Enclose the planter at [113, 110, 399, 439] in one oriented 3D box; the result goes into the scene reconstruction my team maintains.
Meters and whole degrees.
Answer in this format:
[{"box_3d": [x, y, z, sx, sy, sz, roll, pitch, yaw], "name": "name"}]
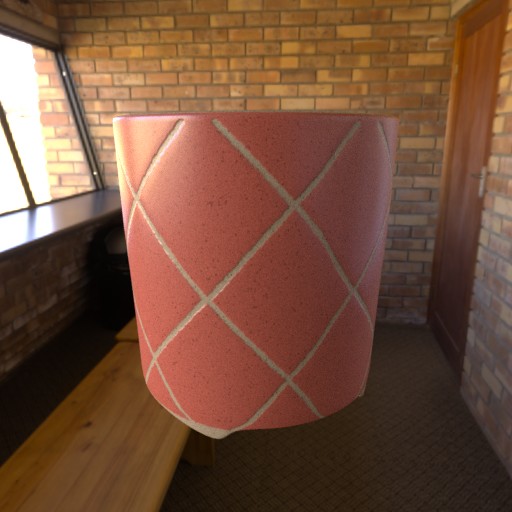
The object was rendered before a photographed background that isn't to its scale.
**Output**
[{"box_3d": [0.000, 0.000, 0.397, 0.227, 0.235, 0.227, 0, 15, 0], "name": "planter"}]
